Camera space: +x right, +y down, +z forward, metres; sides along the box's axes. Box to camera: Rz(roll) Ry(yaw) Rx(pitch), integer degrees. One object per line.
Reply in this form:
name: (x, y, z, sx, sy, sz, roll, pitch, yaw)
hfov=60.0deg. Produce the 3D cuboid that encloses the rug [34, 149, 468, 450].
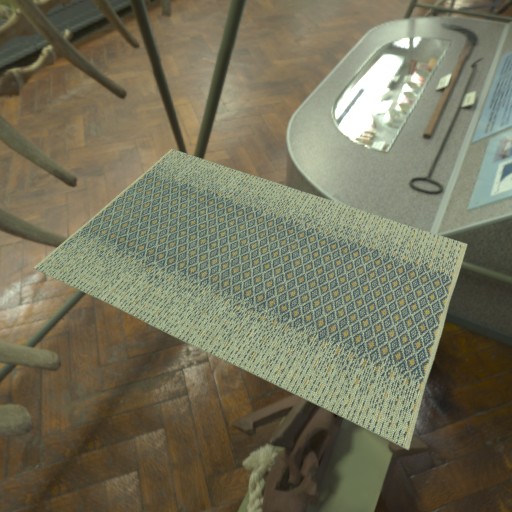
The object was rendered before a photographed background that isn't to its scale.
rug: (0.000, 0.000, 2.944, 2.448, 0.008, 1.541, 21, 51, 19)
